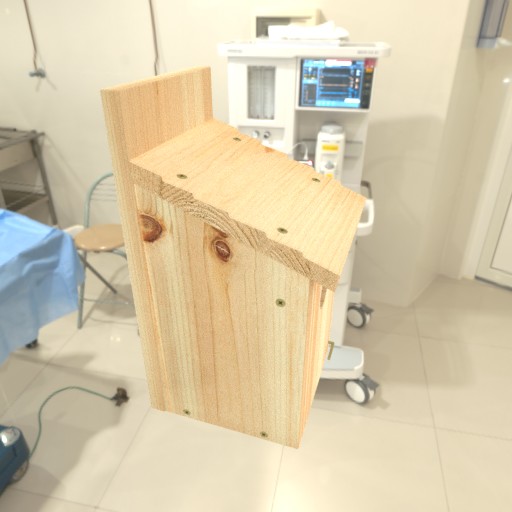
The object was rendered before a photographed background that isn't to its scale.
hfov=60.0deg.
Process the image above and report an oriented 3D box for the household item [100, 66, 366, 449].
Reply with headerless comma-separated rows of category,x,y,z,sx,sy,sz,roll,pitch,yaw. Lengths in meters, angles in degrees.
household item,0.000,0.000,0.404,0.171,0.300,0.149,10,31,17
